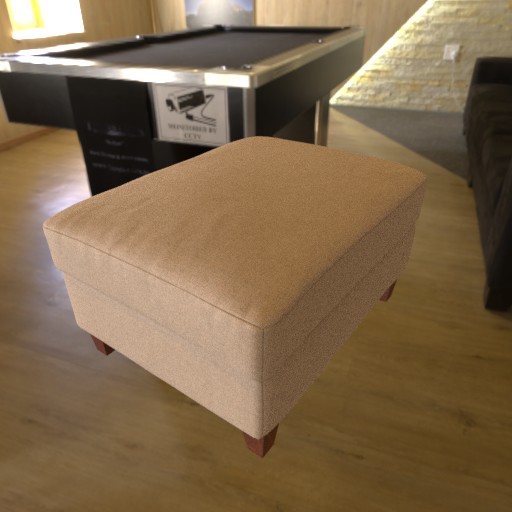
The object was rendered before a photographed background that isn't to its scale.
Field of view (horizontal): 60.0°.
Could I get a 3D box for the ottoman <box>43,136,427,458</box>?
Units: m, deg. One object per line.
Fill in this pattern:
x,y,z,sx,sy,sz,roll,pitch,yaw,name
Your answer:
0.000,0.000,1.313,0.692,0.511,0.902,21,37,30,ottoman
